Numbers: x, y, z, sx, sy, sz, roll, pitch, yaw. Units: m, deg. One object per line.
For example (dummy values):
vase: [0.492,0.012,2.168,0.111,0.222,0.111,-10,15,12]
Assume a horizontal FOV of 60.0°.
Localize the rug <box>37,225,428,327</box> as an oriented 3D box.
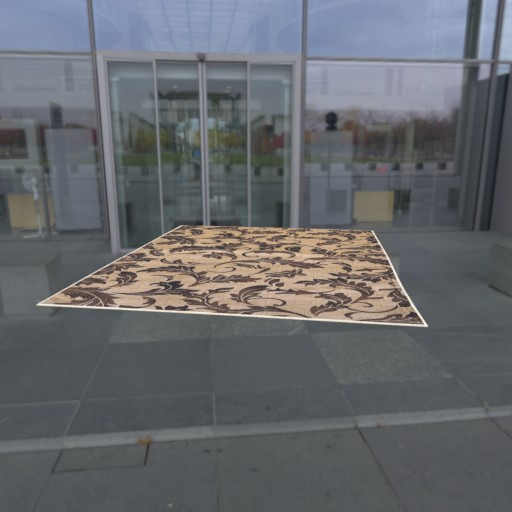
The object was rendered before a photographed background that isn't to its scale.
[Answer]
rug: [0.000,0.000,4.048,2.380,0.008,2.977,2,14,8]
